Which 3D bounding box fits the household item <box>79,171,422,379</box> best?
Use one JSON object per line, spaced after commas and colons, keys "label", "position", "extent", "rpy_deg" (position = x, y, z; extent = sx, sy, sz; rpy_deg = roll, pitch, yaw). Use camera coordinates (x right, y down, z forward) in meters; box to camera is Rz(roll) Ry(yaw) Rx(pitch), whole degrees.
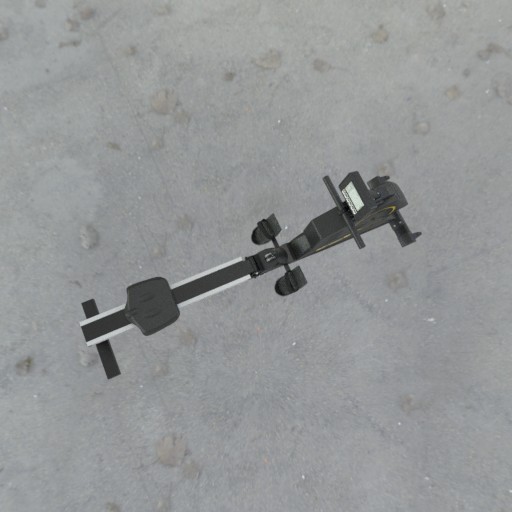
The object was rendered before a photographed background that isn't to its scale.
{"label": "household item", "position": [0.000, 0.000, 2.585], "extent": [2.251, 0.810, 0.521], "rpy_deg": [-23, 77, -6]}
